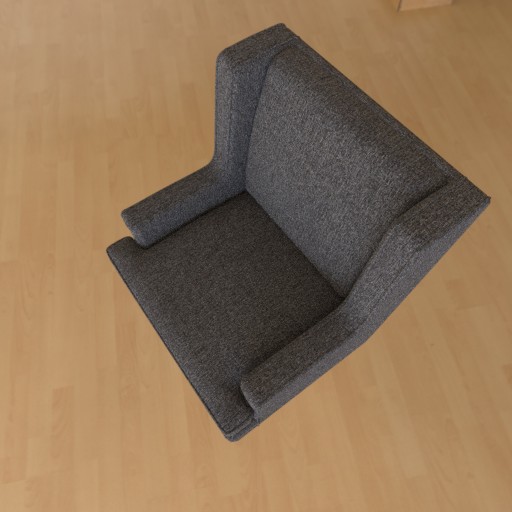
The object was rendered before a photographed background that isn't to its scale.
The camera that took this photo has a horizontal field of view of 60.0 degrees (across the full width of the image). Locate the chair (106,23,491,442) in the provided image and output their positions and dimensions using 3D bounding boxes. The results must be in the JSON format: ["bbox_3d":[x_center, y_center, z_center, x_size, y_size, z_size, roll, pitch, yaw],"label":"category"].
[{"bbox_3d":[0.000,0.000,1.710,0.927,1.082,0.942,-33,67,-16],"label":"chair"}]
